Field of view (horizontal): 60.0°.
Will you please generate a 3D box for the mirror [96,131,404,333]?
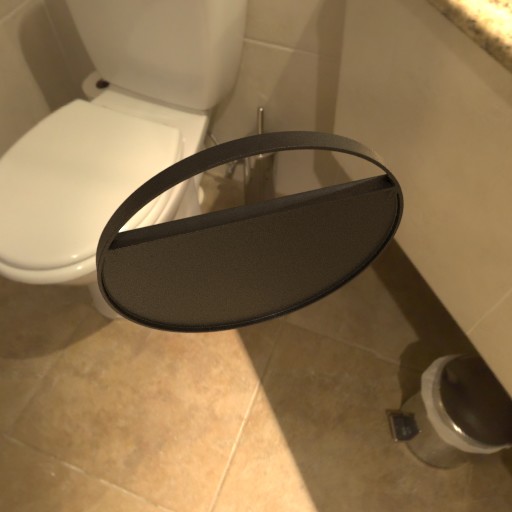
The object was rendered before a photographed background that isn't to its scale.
[{"bbox_3d":[0.000,0.000,0.832,0.565,0.565,0.032,-13,59,-8],"label":"mirror"}]
